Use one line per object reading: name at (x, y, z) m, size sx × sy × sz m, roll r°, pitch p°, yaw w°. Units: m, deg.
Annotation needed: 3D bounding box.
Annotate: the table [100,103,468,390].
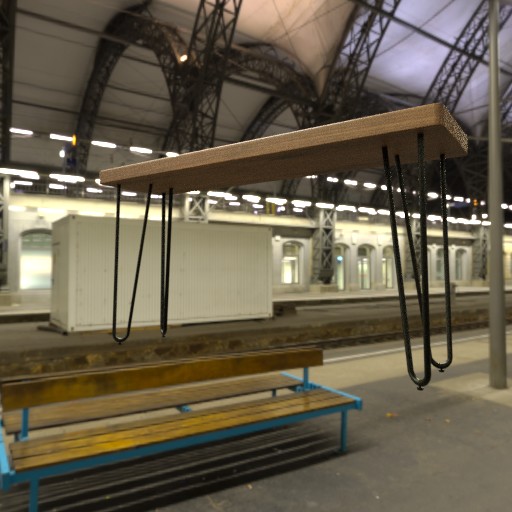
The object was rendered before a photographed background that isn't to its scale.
table at (0.000, 0.000, 1.856) m, size 1.570 × 0.834 × 0.425 m, roll -1°, pitch -2°, yaw 35°
